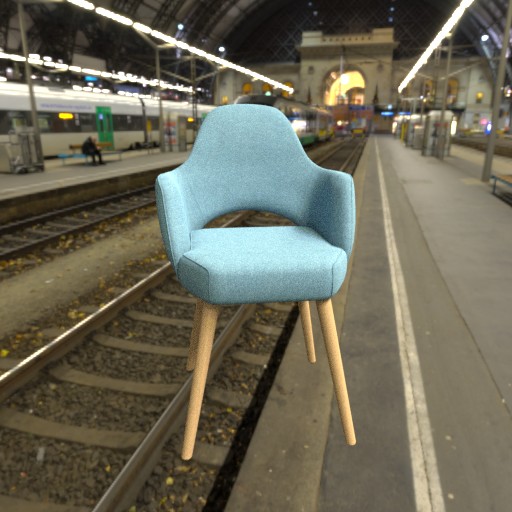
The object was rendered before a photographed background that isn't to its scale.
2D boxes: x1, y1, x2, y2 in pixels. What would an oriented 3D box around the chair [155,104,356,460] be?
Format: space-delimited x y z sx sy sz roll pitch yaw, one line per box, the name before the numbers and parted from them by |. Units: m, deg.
chair | 0.000 0.000 1.378 0.589 0.920 0.666 -2 17 -7
